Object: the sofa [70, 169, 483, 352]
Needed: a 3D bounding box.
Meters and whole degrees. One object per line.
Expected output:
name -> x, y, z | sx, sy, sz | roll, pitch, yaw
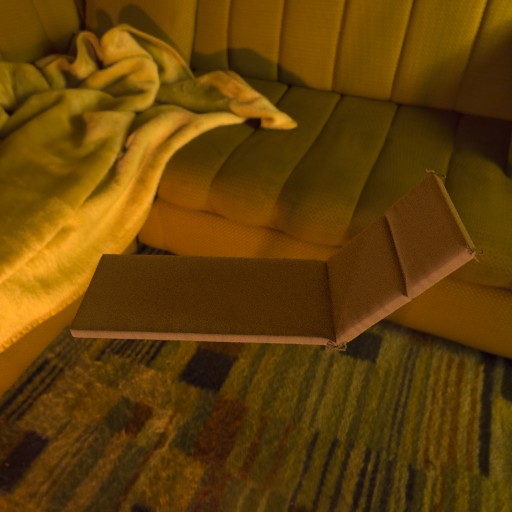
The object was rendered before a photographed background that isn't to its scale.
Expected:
sofa -> 0.000, 0.000, 1.982 | 1.663, 0.622, 0.582 | 1, 42, 2
